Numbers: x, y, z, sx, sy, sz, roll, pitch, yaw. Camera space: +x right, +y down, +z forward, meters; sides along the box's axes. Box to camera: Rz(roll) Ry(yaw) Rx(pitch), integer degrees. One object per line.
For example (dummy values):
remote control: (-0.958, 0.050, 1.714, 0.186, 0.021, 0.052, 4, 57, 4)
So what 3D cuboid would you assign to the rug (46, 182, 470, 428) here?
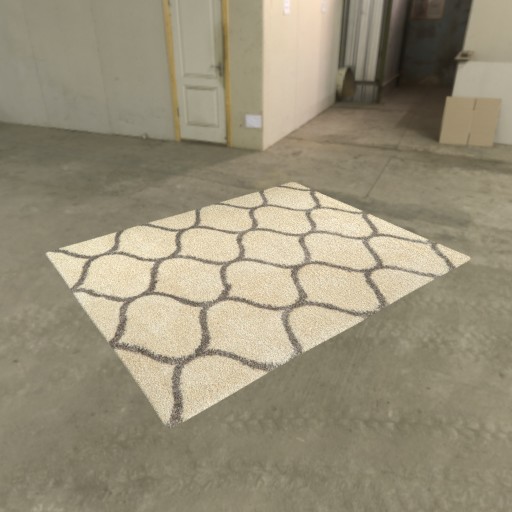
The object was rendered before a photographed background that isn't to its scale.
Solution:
rug: (0.000, 0.000, 3.981, 3.000, 0.026, 2.399, -21, 36, -32)
